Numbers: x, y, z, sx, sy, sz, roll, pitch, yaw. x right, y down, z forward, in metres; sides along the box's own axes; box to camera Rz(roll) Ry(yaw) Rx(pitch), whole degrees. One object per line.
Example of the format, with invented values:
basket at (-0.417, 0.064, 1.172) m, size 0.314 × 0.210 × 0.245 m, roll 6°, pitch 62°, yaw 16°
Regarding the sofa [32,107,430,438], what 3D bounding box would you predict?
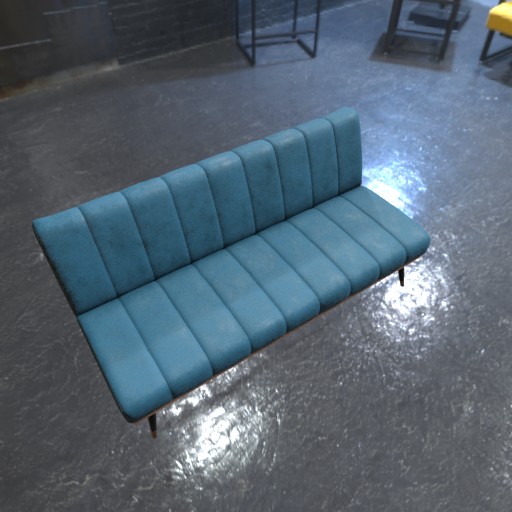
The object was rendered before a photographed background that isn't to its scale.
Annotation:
sofa at (0.000, 0.000, 2.300) m, size 1.810 × 0.825 × 0.830 m, roll -26°, pitch 52°, yaw -22°
